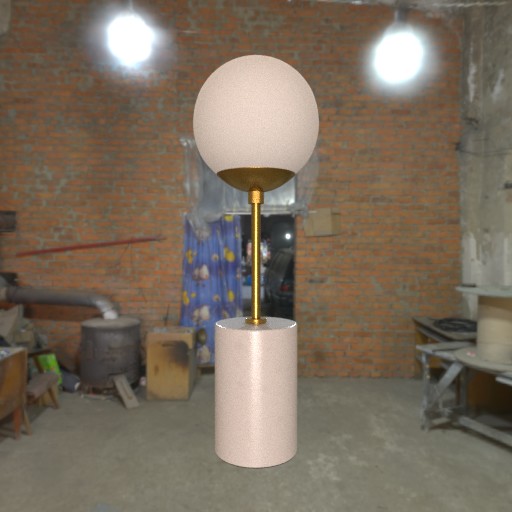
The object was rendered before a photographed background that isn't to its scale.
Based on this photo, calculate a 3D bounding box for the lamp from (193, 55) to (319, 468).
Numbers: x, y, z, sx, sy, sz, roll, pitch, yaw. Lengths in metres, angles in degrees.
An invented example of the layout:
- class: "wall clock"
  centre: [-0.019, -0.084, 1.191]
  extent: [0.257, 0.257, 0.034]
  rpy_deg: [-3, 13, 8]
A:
- class: "lamp"
  centre: [0.000, 0.000, 0.548]
  extent: [0.153, 0.480, 0.153]
  rpy_deg: [0, 1, 0]
